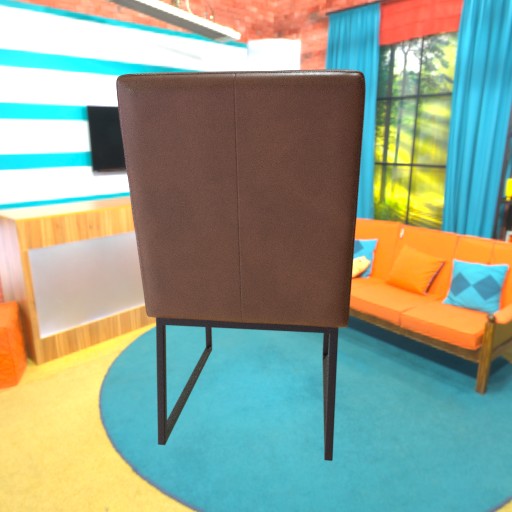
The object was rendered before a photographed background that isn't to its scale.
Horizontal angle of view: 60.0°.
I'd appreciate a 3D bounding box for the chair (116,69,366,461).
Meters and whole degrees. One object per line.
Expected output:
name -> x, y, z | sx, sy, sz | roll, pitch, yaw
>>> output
chair -> 0.000, 0.000, 1.283 | 0.520, 0.930, 0.634 | 2, 15, 7
